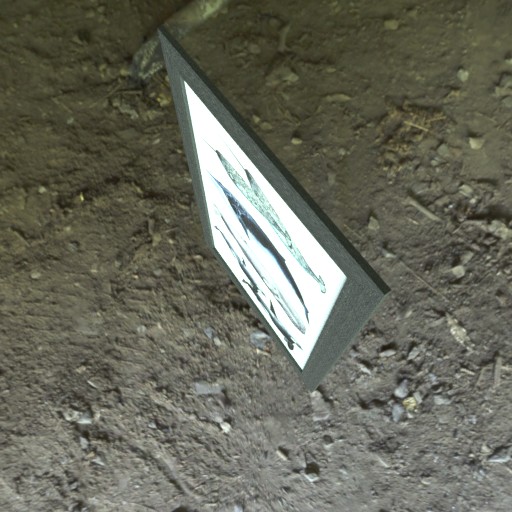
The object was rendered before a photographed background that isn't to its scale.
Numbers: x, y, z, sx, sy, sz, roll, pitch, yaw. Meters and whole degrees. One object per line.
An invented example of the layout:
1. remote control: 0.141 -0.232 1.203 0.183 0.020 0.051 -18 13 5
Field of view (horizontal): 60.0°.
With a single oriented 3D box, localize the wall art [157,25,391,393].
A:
1. wall art: 0.000 0.000 1.408 0.016 1.116 0.810 -31 68 -14
